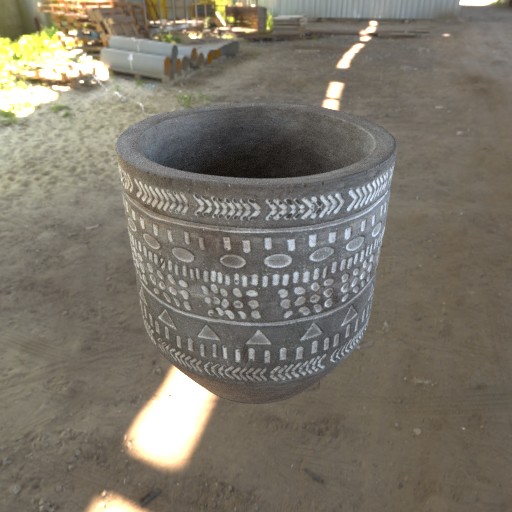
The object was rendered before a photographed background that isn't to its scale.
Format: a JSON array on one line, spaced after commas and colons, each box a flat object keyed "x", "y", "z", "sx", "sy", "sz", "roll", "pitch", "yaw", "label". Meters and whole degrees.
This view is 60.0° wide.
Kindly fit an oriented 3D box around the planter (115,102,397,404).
[{"x": 0.000, "y": 0.000, "z": 0.229, "sx": 0.122, "sy": 0.128, "sz": 0.122, "roll": 0, "pitch": 31, "yaw": 0, "label": "planter"}]
